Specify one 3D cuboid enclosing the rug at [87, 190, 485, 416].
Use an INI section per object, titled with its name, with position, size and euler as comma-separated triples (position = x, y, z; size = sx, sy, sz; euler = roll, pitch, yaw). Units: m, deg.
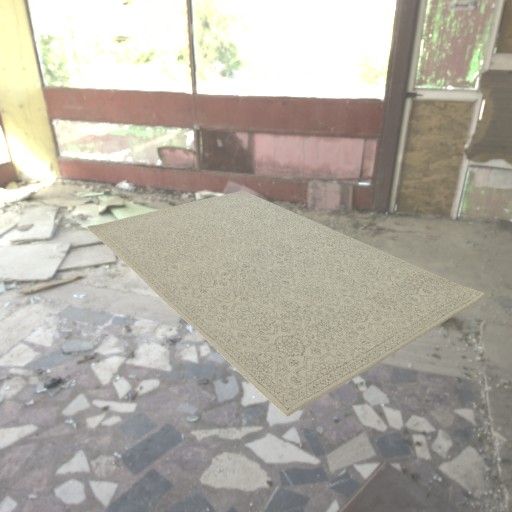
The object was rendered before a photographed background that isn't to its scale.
[rug]
position = 0.000, 0.000, 2.426
size = 1.214, 0.023, 1.947
euler = -19, 32, -32
